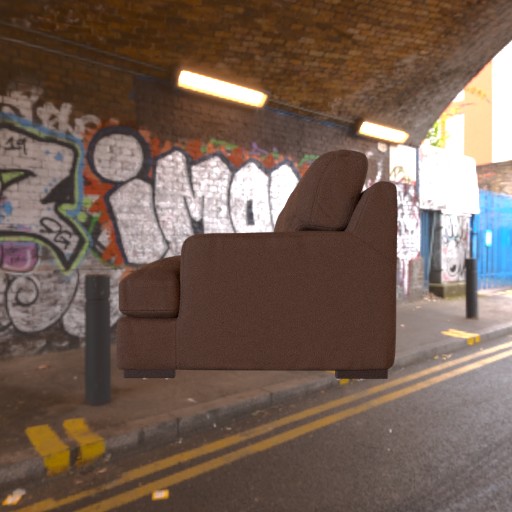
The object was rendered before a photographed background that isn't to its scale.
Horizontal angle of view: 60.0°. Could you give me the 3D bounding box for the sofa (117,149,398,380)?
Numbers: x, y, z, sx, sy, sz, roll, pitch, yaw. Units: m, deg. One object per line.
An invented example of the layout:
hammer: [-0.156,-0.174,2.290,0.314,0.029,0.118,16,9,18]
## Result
sofa: [0.000,0.000,2.858,1.140,0.950,2.274,0,1,0]
